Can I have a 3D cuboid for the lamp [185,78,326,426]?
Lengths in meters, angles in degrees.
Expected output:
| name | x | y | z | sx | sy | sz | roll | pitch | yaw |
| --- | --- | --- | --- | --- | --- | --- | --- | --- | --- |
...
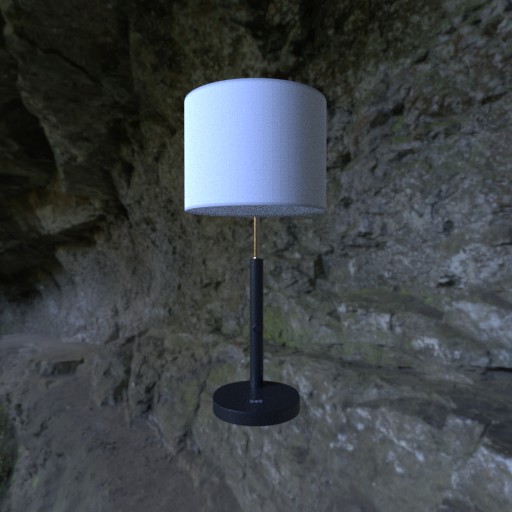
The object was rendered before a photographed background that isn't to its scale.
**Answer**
| name | x | y | z | sx | sy | sz | roll | pitch | yaw |
| --- | --- | --- | --- | --- | --- | --- | --- | --- | --- |
| lamp | 0.000 | 0.000 | 0.703 | 0.199 | 0.540 | 0.337 | 0 | 1 | 1 |
